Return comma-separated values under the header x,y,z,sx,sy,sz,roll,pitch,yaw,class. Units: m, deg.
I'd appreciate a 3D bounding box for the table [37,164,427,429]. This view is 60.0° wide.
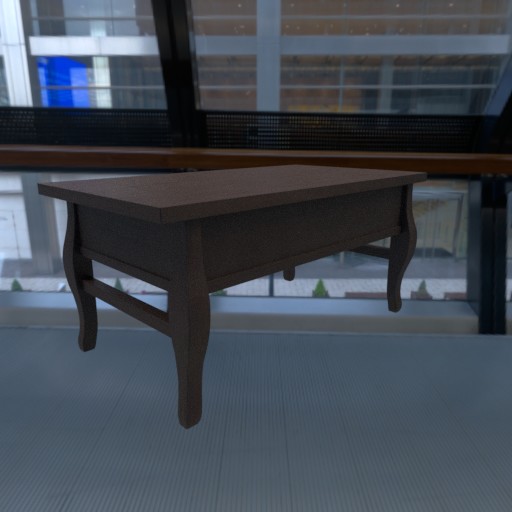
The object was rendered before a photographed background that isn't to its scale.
x,y,z,sx,sy,sz,roll,pitch,yaw,class
0.000,0.000,1.406,0.600,0.494,1.062,15,21,43,table
